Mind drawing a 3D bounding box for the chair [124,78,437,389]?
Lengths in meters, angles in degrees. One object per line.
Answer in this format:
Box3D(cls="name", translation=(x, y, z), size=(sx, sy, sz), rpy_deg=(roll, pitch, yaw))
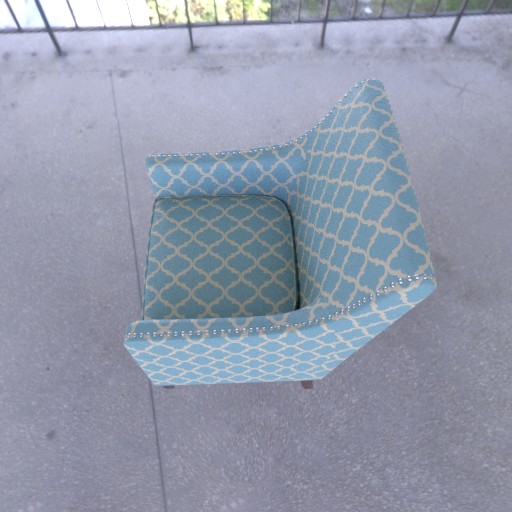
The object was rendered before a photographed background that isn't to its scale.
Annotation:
Box3D(cls="chair", translation=(0.000, 0.000, 1.332), size=(0.686, 0.817, 0.617), rpy_deg=(-2, 60, -1))
